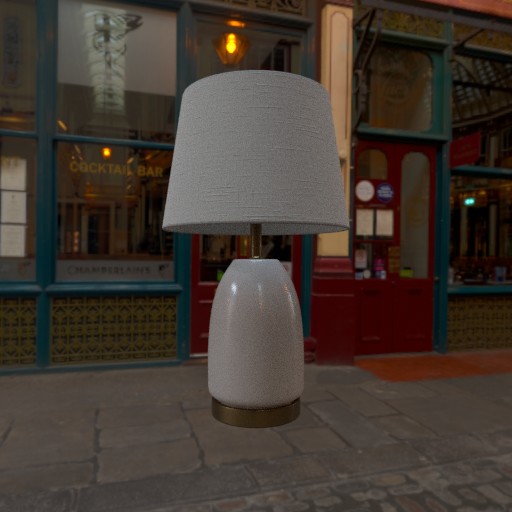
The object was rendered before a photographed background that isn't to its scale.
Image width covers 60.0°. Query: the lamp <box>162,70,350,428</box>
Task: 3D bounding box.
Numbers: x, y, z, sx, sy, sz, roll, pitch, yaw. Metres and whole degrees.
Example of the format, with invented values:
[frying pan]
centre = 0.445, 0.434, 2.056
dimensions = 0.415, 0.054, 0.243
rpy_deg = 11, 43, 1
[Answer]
[lamp]
centre = 0.000, 0.000, 0.689
dimensions = 0.285, 0.483, 0.285
rpy_deg = 0, 0, 0
